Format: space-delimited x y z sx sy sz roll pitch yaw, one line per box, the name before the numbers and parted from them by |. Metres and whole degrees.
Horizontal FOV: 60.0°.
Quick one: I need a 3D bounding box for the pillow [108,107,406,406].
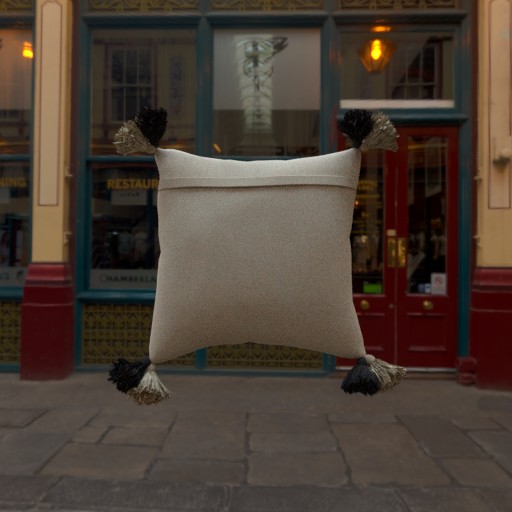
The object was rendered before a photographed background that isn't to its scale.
pillow | 0.000 0.000 0.994 0.654 0.659 0.170 0 -2 1
